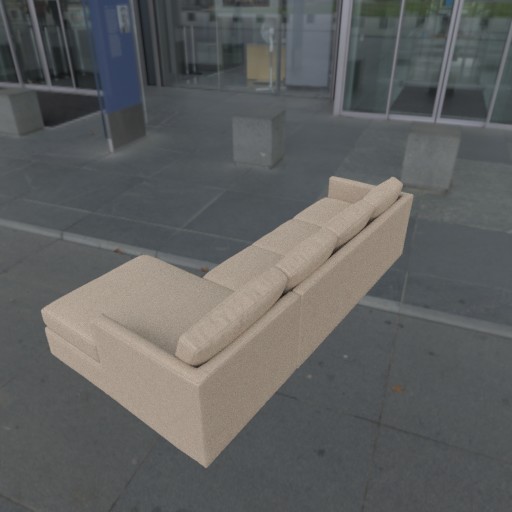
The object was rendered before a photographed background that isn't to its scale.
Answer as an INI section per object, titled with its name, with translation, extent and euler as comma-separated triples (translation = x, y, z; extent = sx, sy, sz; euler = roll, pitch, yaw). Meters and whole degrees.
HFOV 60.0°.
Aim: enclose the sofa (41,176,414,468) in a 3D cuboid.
[sofa]
translation = 0.000, 0.000, 3.906
extent = 1.622, 0.867, 3.177
euler = 21, 36, 31
